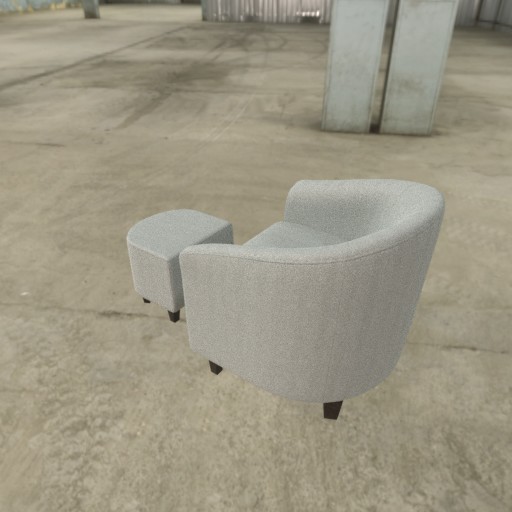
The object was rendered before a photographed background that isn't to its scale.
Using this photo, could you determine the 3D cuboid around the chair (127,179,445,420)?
[{"bbox_3d":[0.000,0.000,1.759,1.288,0.757,0.756,20,37,30],"label":"chair"}]
